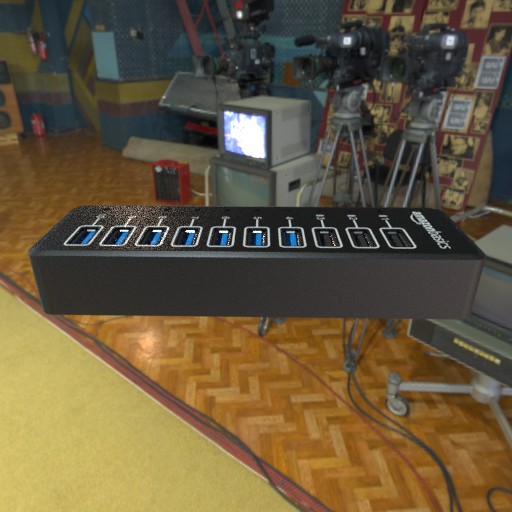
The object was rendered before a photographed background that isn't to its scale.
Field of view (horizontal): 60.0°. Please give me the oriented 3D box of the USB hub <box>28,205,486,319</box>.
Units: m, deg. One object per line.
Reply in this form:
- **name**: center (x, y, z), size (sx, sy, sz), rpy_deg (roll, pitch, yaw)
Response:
- **USB hub**: center (0.000, 0.000, 0.161), size (0.145, 0.023, 0.044), rpy_deg (1, 27, 1)
